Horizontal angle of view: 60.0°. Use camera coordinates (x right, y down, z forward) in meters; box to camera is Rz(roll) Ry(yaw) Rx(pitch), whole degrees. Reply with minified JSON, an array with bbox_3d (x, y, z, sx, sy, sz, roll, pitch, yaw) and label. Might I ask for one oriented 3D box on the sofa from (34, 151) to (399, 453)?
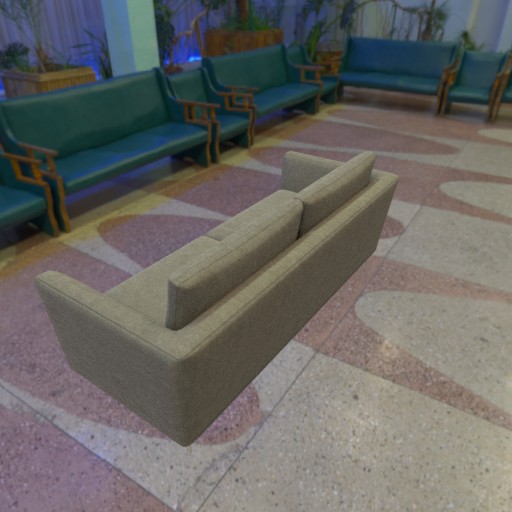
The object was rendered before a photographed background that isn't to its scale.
[{"bbox_3d":[0.000,0.000,2.563,0.889,0.864,2.121,20,37,30],"label":"sofa"}]
